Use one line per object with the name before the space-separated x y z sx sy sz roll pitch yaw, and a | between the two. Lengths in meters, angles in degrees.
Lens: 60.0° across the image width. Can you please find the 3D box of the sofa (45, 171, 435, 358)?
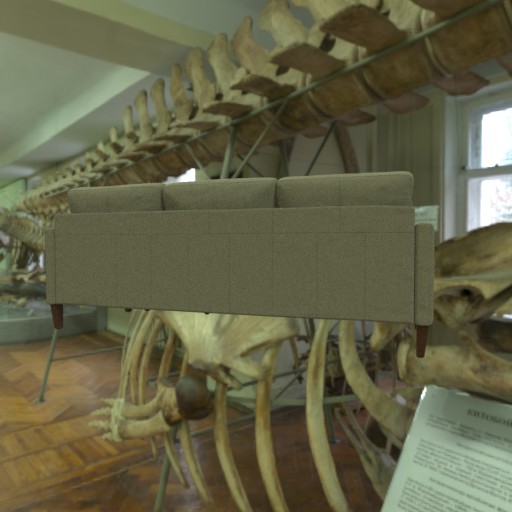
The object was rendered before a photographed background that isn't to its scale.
sofa | 0.000 0.000 3.005 2.178 0.875 1.506 1 2 19
